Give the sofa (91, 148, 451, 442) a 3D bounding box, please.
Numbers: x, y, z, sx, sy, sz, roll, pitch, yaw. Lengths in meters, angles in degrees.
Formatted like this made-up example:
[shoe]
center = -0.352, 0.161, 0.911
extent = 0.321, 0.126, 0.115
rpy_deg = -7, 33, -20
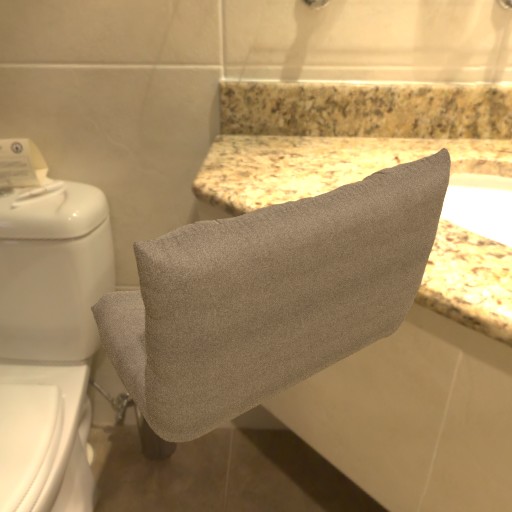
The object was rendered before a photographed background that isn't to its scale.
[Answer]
[sofa]
center = 0.000, 0.000, 1.677
extent = 1.144, 0.795, 0.847
rpy_deg = -19, 34, -30
